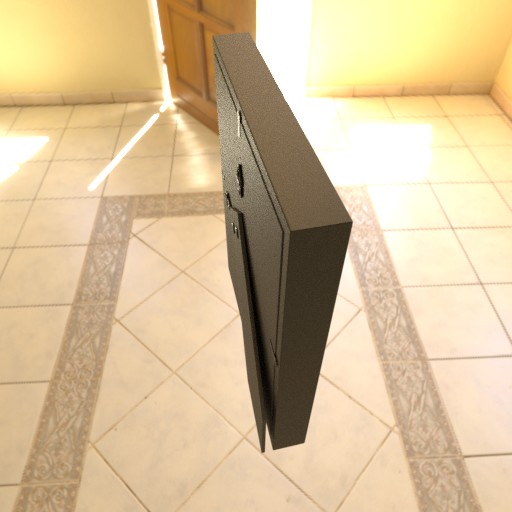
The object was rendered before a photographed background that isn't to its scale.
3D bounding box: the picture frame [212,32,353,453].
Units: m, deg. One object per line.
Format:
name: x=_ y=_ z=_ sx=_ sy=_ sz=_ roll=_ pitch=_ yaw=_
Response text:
picture frame: x=0.000 y=0.000 z=0.387 sx=0.042 sy=0.284 sz=0.232 roll=-9 pitch=48 yaw=-9
